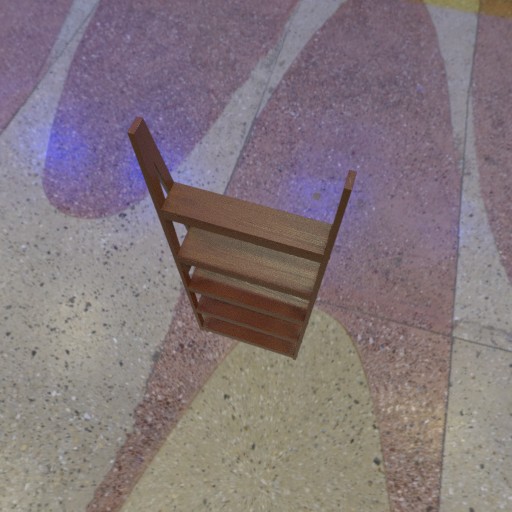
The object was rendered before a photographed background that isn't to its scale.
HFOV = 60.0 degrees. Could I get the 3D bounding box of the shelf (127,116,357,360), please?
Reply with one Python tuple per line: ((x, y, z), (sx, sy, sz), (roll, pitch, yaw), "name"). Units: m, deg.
((0.000, 0.000, 2.034), (0.630, 1.780, 0.356), (16, 64, 8), "shelf")
